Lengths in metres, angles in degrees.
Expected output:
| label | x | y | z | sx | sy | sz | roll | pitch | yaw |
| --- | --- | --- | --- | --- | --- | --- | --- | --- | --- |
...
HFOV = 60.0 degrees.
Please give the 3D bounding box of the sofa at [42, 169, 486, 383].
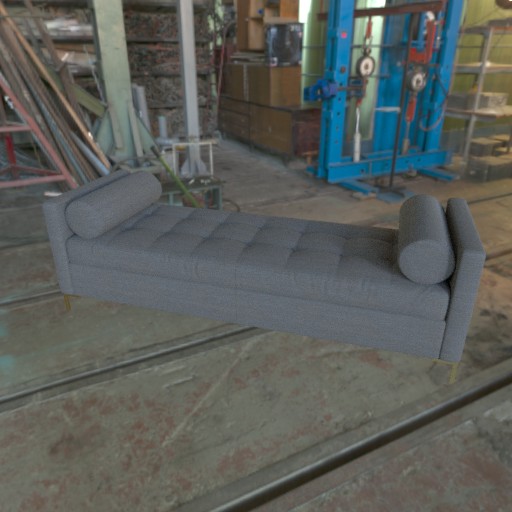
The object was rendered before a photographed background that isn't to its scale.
| label | x | y | z | sx | sy | sz | roll | pitch | yaw |
| --- | --- | --- | --- | --- | --- | --- | --- | --- | --- |
| sofa | 0.000 | 0.000 | 2.305 | 1.981 | 0.635 | 0.686 | 8 | 26 | 15 |
